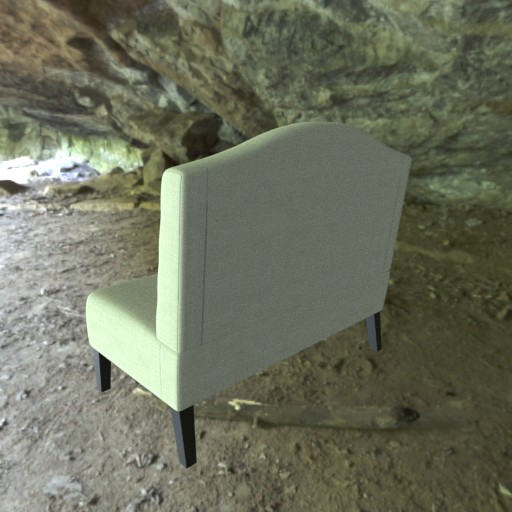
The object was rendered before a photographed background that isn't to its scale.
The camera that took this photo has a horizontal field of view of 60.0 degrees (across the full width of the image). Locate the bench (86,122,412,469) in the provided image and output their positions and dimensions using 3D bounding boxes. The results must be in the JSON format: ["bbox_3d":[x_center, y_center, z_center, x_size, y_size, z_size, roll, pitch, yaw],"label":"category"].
[{"bbox_3d":[0.000,0.000,2.057,1.335,1.180,0.815,-14,21,-42],"label":"bench"}]
